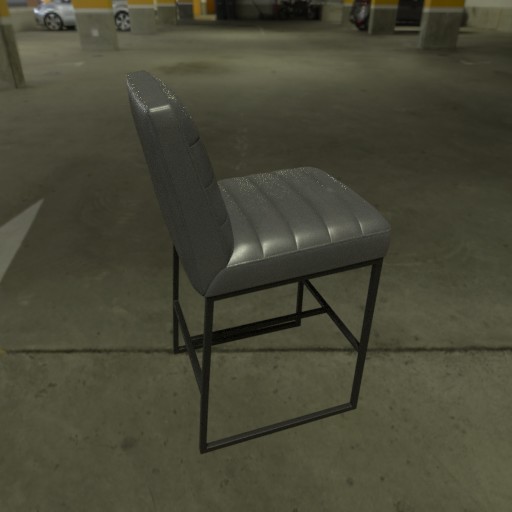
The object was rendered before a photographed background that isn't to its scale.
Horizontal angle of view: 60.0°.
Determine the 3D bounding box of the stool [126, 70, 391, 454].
[{"bbox_3d":[0.000,0.000,1.231,0.552,0.938,0.457,-10,32,-16],"label":"stool"}]
